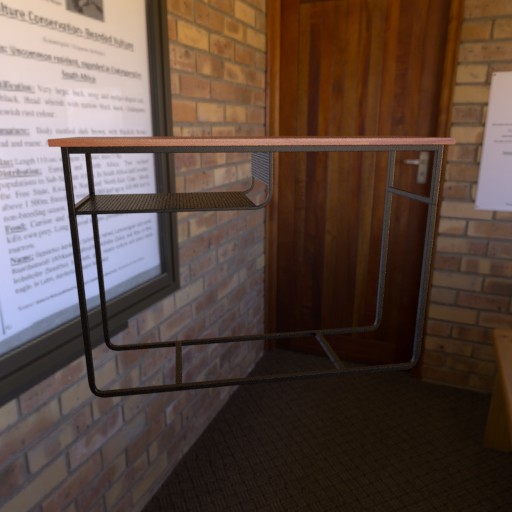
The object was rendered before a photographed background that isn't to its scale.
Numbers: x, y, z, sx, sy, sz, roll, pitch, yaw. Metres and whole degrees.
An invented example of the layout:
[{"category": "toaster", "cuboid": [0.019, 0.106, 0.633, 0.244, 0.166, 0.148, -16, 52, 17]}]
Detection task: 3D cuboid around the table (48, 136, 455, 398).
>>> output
[{"category": "table", "cuboid": [0.000, 0.000, 1.449, 1.100, 0.750, 0.350, -3, 16, -9]}]
